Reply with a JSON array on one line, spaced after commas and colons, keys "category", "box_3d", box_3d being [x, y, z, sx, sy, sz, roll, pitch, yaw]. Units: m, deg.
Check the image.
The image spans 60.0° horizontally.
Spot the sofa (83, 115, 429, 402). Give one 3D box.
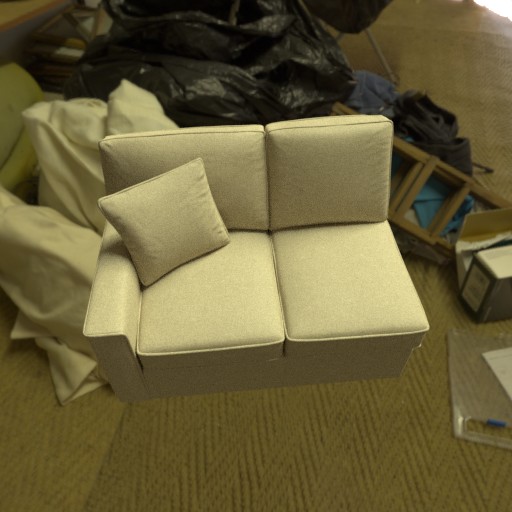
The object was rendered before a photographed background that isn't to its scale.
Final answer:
[{"category": "sofa", "box_3d": [0.000, 0.000, 2.108, 1.388, 0.989, 0.991, -4, 47, -4]}]
